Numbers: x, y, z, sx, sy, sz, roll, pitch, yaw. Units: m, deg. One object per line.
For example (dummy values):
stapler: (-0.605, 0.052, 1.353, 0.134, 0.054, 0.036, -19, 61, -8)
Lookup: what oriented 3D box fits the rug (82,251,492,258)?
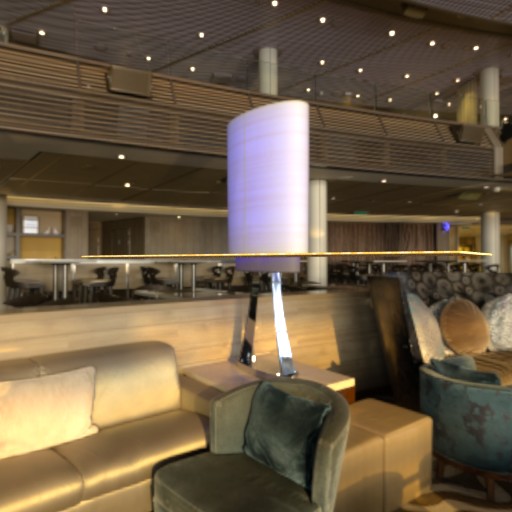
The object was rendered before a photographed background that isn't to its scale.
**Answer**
rug: (0.000, 0.000, 2.677, 2.438, 0.010, 0.775, -1, -1, 36)
